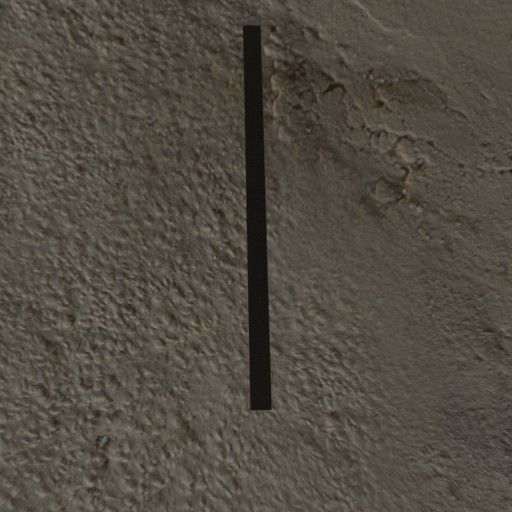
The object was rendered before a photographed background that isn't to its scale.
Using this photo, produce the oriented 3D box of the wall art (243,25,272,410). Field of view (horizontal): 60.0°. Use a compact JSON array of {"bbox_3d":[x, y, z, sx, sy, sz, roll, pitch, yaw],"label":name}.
[{"bbox_3d":[0.000,0.000,1.405,0.039,1.061,0.804,-1,78,0],"label":"wall art"}]
